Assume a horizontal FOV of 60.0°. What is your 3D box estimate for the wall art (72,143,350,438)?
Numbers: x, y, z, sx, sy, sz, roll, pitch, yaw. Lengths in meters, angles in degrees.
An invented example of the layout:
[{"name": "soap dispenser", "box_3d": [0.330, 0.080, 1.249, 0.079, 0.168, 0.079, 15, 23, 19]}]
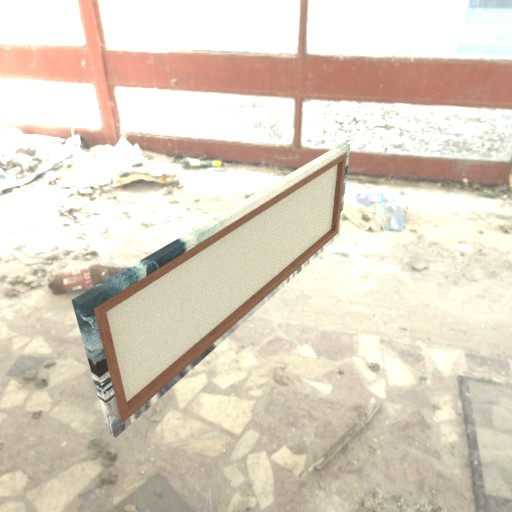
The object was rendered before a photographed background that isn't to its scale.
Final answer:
[{"name": "wall art", "box_3d": [0.000, 0.000, 1.742, 0.037, 0.509, 1.524, 20, 37, 29]}]
